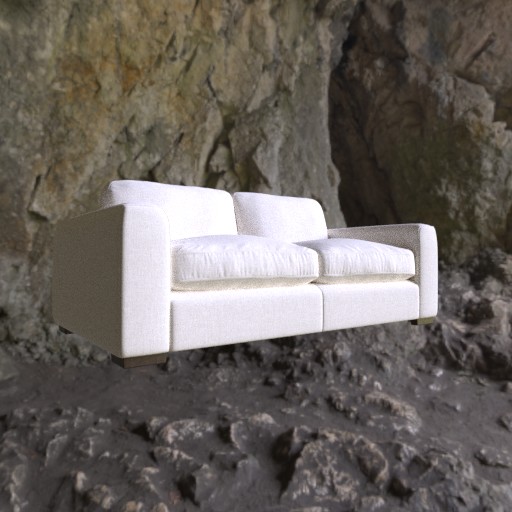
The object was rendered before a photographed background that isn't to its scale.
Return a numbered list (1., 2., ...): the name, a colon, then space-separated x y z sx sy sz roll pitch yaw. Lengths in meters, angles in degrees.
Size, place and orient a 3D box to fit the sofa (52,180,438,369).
1. sofa: 0.000 0.000 2.482 1.920 0.801 1.069 0 0 -36
